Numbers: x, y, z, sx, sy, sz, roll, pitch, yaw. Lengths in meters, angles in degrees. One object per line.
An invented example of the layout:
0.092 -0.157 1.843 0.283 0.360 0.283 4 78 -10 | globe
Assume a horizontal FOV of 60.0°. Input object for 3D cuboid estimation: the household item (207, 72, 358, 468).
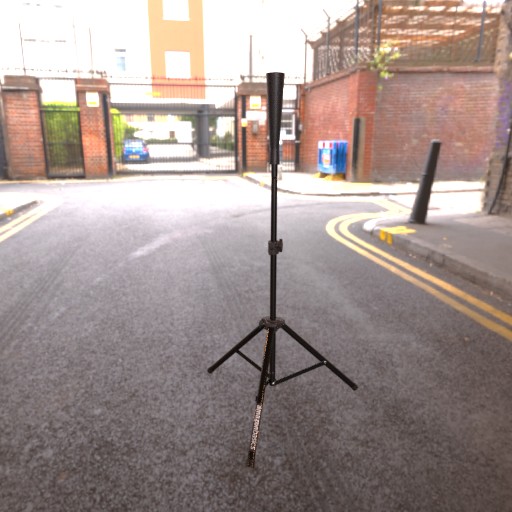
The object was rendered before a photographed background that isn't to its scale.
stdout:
0.000 0.000 1.380 0.559 1.067 0.559 8 16 27 | household item
